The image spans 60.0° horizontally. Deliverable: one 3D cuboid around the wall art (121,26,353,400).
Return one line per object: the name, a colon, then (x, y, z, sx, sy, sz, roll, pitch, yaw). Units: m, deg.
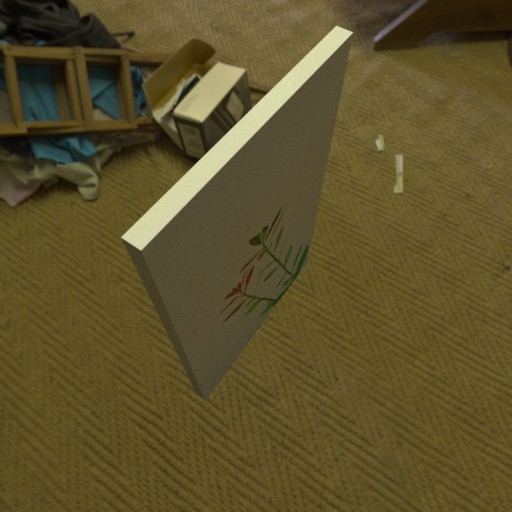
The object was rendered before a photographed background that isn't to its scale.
wall art: (0.000, 0.000, 1.142, 0.039, 0.915, 0.612, 31, 64, 17)
